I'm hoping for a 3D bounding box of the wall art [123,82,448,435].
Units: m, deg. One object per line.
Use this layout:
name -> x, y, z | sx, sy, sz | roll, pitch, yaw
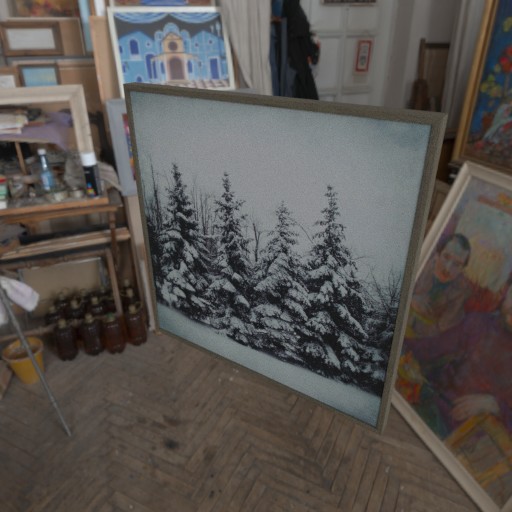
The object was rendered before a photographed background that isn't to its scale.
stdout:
wall art -> 0.000, 0.000, 1.103 | 0.758, 0.758, 0.039 | 17, 33, 29
